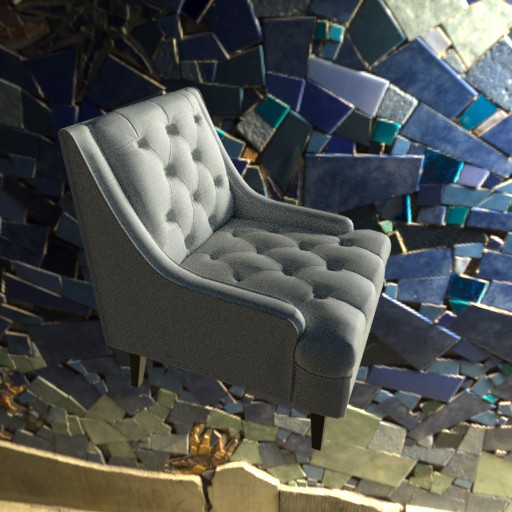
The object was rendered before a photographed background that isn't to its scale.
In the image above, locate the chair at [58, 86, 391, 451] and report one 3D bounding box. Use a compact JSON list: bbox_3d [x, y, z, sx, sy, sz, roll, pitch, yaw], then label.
[{"bbox_3d":[0.000,0.000,1.397,0.772,0.891,0.658,12,32,19],"label":"chair"}]
